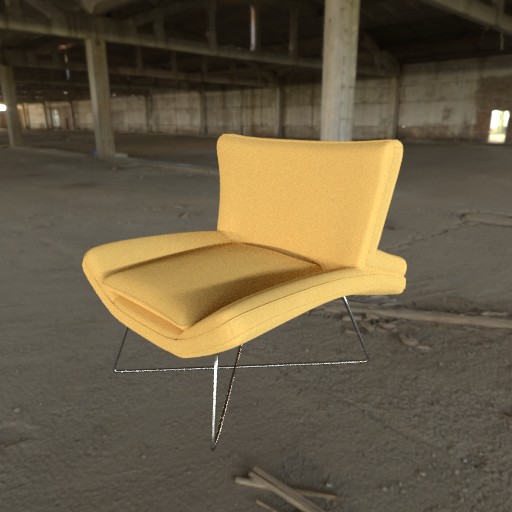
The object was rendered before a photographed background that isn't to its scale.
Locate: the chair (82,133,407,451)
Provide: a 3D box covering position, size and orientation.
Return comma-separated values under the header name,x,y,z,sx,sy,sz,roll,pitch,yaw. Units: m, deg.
name,x,y,z,sx,sy,sz,roll,pitch,yaw
chair,0.000,0.000,1.659,1.008,0.855,0.859,-16,24,-42
